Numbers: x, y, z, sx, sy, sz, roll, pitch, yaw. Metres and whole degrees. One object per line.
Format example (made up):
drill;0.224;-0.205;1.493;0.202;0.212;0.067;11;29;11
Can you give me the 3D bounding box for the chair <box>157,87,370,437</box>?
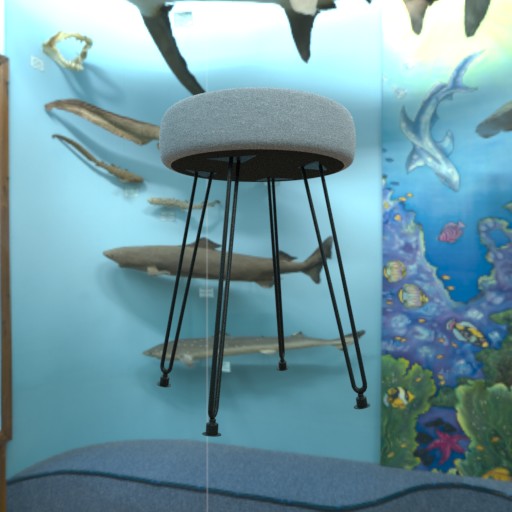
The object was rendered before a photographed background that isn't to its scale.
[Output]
chair;0.000;0.000;0.695;0.350;0.440;0.350;0;1;19
